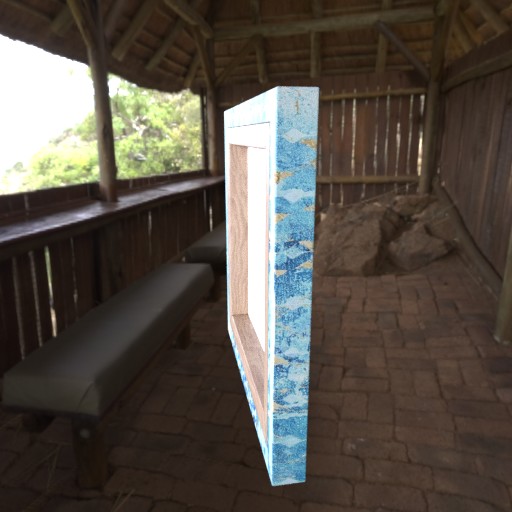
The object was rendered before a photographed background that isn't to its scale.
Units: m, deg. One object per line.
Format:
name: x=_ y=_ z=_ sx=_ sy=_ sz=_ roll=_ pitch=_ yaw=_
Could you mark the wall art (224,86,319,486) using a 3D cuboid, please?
wall art: x=0.000 y=0.000 z=0.620 sx=0.037 sy=0.405 sz=0.405 roll=-3 pitch=15 yaw=-10
